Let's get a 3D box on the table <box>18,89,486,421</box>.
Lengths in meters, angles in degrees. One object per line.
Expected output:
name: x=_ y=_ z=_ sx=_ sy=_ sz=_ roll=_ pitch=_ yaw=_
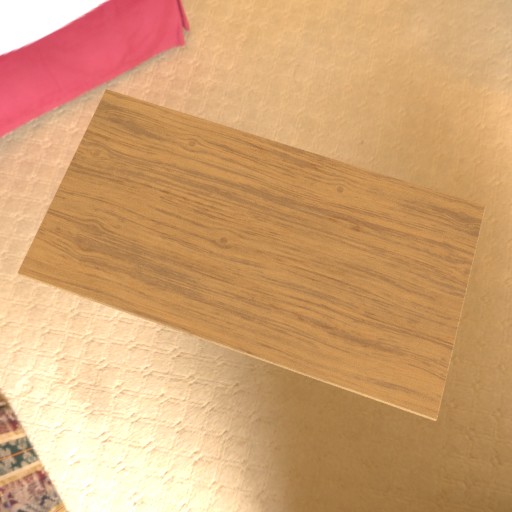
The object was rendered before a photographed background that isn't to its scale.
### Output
table: x=0.000 y=0.000 z=1.613 sx=1.331 sy=0.445 sz=0.693 roll=18 pitch=77 yaw=4
